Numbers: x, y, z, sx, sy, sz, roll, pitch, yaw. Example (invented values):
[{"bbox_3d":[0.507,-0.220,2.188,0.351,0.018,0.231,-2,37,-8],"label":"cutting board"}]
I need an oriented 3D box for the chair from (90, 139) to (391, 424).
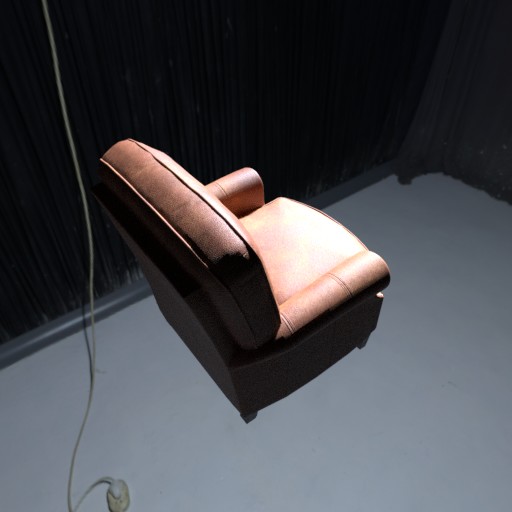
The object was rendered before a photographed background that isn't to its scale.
[{"bbox_3d":[0.000,0.000,1.826,0.986,1.018,0.936,-26,47,-27],"label":"chair"}]
